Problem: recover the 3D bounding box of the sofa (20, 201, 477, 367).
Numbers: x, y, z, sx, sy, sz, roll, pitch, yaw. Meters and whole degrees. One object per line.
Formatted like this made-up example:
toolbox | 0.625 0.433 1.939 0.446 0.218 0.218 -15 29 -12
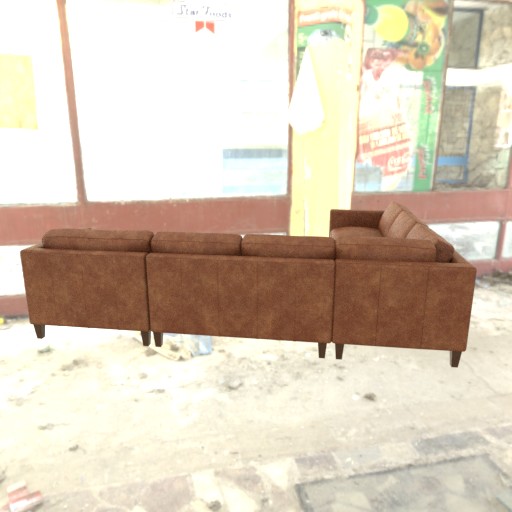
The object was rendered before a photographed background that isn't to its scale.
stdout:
sofa | 0.000 0.000 4.404 3.324 0.888 2.452 2 15 8
